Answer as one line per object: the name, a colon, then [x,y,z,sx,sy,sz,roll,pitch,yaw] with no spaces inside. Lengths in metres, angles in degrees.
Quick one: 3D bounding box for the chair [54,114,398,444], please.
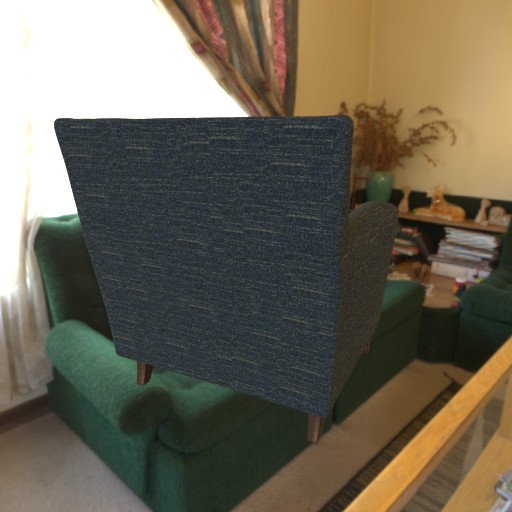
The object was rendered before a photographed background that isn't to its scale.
chair: [0.000,0.000,1.564,0.864,0.928,0.873,8,18,26]
